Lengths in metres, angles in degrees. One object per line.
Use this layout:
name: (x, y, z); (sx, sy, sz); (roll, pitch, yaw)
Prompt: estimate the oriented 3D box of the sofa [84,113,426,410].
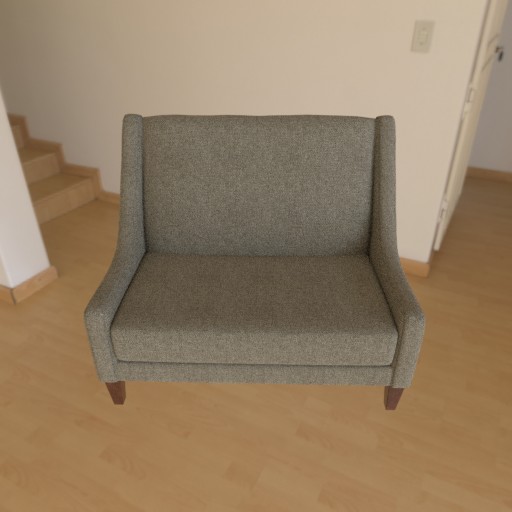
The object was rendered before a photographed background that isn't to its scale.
sofa: (0.000, 0.000, 1.907); (1.242, 1.021, 0.870); (1, 31, 1)
